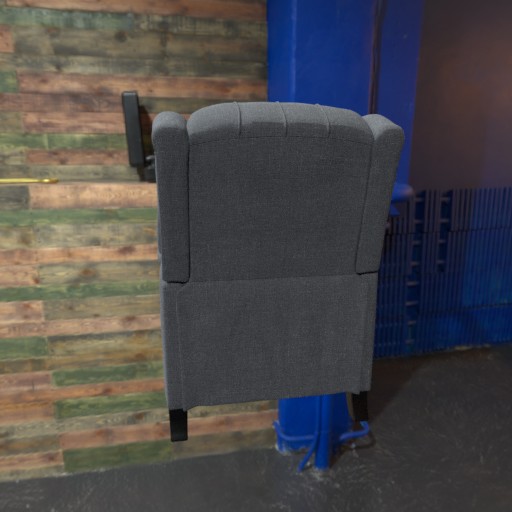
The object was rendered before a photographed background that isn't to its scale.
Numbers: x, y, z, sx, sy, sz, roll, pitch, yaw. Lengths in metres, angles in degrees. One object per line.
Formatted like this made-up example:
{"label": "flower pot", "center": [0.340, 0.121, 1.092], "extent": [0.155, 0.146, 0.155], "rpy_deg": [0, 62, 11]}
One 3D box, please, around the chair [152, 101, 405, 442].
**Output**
{"label": "chair", "center": [0.000, 0.000, 1.662], "extent": [0.742, 1.035, 0.898], "rpy_deg": [-2, 14, -10]}
